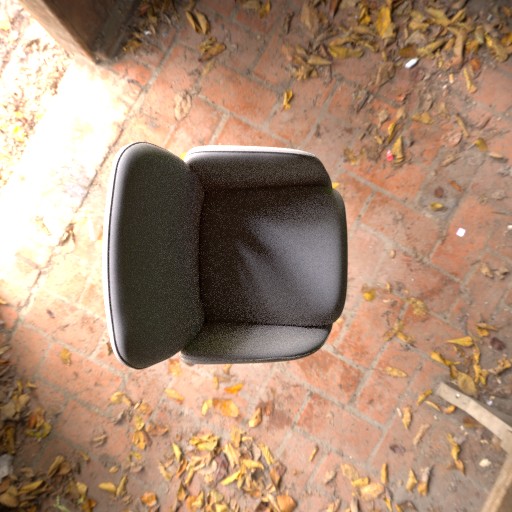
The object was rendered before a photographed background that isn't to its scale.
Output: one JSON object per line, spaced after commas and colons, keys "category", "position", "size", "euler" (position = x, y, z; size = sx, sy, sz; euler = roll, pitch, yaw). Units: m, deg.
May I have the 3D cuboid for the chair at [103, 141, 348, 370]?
{"category": "chair", "position": [0.000, 0.000, 1.377], "size": [0.633, 0.959, 0.648], "euler": [0, 89, 1]}
